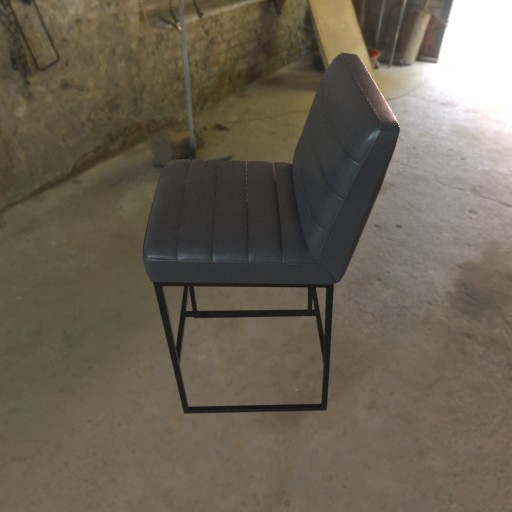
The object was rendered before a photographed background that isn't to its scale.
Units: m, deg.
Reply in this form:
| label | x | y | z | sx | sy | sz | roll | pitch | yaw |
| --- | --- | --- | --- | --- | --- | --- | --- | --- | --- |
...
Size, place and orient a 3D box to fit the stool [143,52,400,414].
| label | x | y | z | sx | sy | sz | roll | pitch | yaw |
| --- | --- | --- | --- | --- | --- | --- | --- | --- | --- |
| stool | 0.000 | 0.000 | 1.329 | 0.552 | 1.040 | 0.457 | -1 | 42 | -1 |
